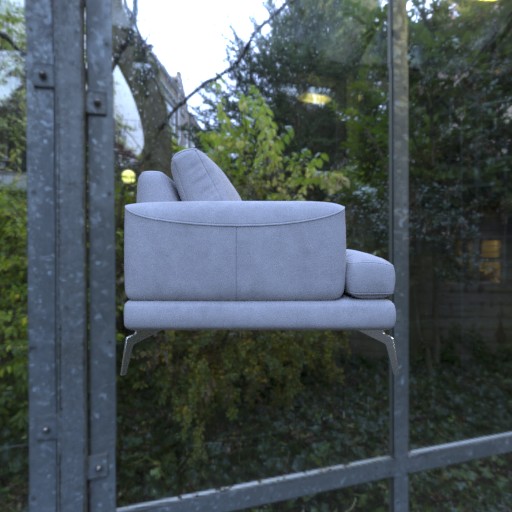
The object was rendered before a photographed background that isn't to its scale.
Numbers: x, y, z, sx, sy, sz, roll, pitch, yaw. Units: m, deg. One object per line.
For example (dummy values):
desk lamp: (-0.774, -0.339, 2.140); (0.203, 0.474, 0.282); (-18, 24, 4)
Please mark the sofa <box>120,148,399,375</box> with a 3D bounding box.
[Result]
sofa: (0.000, 0.000, 2.512); (0.980, 0.830, 2.013); (0, 0, 0)
